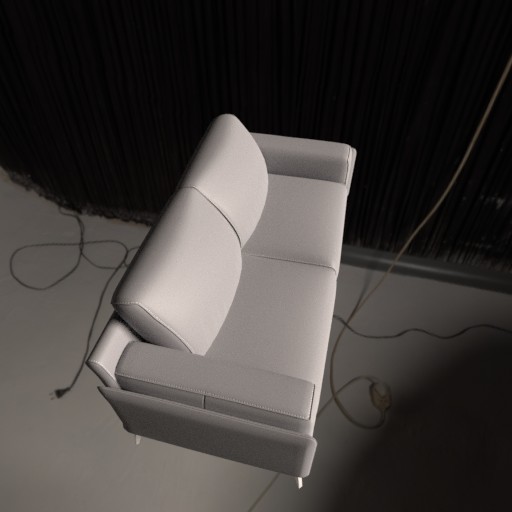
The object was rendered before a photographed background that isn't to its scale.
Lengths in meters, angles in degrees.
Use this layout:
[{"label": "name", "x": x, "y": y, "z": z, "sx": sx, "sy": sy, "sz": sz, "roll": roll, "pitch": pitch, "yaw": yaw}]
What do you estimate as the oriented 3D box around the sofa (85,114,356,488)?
[{"label": "sofa", "x": 0.000, "y": 0.000, "z": 2.553, "sx": 0.969, "sy": 0.900, "sz": 2.100, "roll": 9, "pitch": 47, "yaw": 9}]
